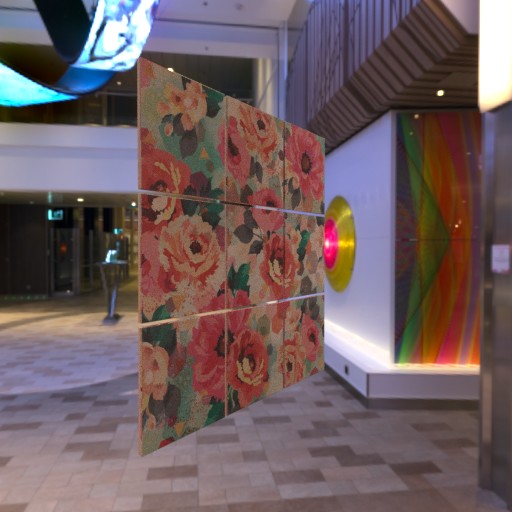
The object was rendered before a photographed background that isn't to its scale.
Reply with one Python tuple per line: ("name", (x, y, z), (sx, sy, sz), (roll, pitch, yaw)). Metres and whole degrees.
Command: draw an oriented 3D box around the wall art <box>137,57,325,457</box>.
("wall art", (0.000, 0.000, 1.382), (0.012, 0.910, 0.911), (1, 1, 36))
